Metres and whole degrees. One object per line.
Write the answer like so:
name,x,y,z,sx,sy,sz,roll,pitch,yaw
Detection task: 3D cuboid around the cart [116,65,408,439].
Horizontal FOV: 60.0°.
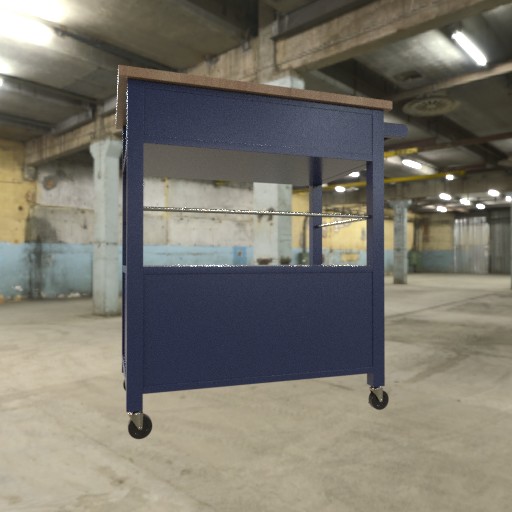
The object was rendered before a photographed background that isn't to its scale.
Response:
cart,0.000,0.000,1.397,0.840,0.901,0.459,0,-1,-18
